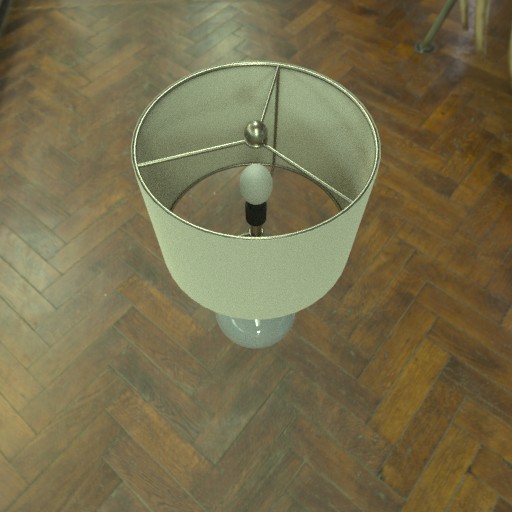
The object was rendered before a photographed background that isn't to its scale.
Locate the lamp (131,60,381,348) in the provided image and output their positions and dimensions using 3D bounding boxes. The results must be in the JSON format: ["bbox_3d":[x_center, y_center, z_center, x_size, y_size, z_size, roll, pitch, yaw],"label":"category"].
[{"bbox_3d":[0.000,0.000,0.946,0.367,0.730,0.367,-32,64,-18],"label":"lamp"}]
